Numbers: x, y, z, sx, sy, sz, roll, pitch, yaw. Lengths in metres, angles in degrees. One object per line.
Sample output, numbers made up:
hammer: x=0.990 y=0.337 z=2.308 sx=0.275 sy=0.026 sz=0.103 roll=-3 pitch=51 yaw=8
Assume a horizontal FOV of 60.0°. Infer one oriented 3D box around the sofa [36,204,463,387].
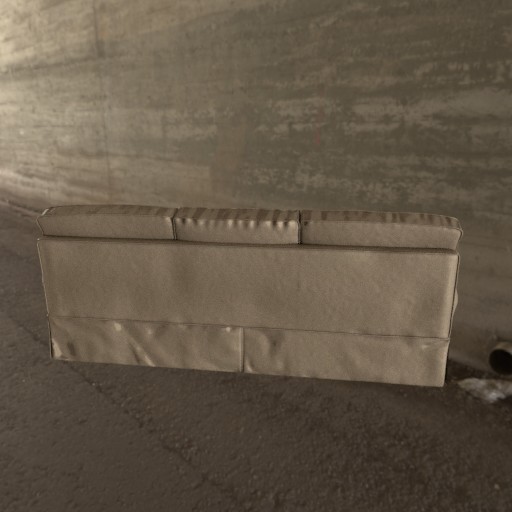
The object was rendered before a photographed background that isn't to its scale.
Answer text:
sofa: x=0.000 y=0.000 z=3.334 sx=2.475 sy=0.978 sz=1.733 roll=2 pitch=16 yaw=7
